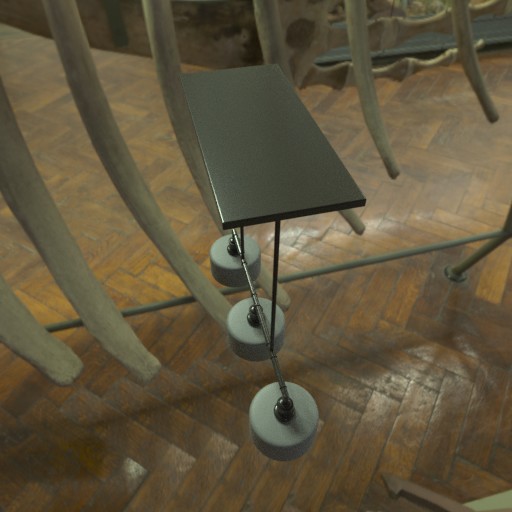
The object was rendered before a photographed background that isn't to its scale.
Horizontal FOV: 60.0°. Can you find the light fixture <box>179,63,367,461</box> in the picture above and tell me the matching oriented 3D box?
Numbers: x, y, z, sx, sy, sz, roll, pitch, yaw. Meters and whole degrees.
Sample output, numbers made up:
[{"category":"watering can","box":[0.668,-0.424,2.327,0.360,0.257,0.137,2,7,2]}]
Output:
[{"category":"light fixture","box":[0.000,0.000,0.851,0.177,0.557,0.582,-10,47,-10]}]
